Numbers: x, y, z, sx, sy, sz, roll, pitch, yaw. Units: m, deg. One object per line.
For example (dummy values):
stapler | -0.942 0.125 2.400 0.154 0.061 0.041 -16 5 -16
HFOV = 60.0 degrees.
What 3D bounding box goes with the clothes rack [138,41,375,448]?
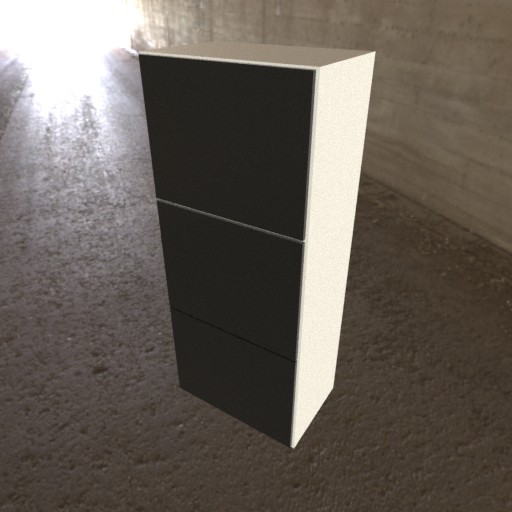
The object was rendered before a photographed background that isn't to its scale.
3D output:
clothes rack | 0.000 0.000 1.409 0.500 1.187 0.330 18 35 28
